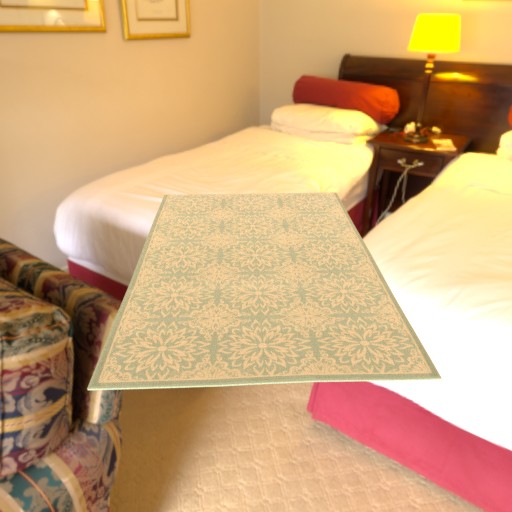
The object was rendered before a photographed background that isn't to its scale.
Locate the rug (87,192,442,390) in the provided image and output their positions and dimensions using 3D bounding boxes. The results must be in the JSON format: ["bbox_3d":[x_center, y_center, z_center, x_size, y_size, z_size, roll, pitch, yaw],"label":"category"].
[{"bbox_3d":[0.000,0.000,3.466,1.819,0.018,2.746,-1,28,-2],"label":"rug"}]
